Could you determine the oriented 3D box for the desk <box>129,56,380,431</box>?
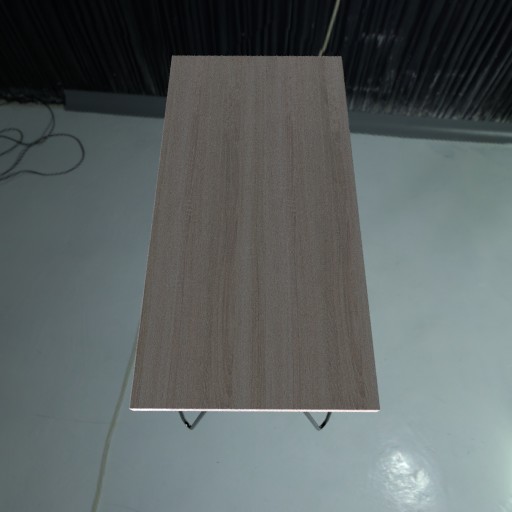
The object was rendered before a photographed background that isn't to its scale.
[{"bbox_3d":[0.000,0.000,1.391,0.499,0.660,0.991,0,64,0],"label":"desk"}]
